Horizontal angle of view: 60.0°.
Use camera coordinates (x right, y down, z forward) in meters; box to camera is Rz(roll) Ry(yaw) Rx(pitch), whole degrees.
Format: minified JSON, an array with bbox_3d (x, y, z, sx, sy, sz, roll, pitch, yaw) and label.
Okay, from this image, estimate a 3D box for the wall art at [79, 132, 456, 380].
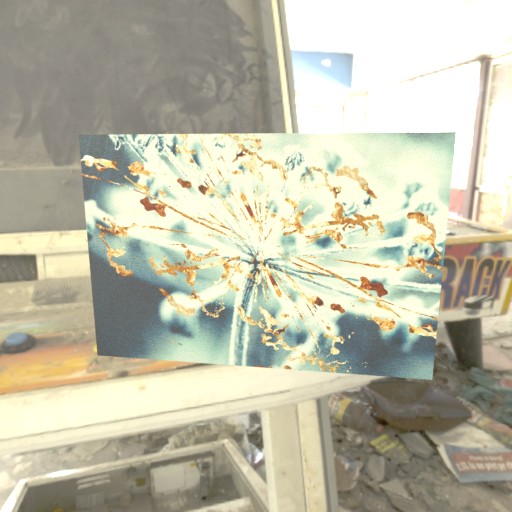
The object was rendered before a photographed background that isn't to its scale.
[{"bbox_3d":[0.000,0.000,1.426,1.138,0.759,0.035,2,13,9],"label":"wall art"}]
